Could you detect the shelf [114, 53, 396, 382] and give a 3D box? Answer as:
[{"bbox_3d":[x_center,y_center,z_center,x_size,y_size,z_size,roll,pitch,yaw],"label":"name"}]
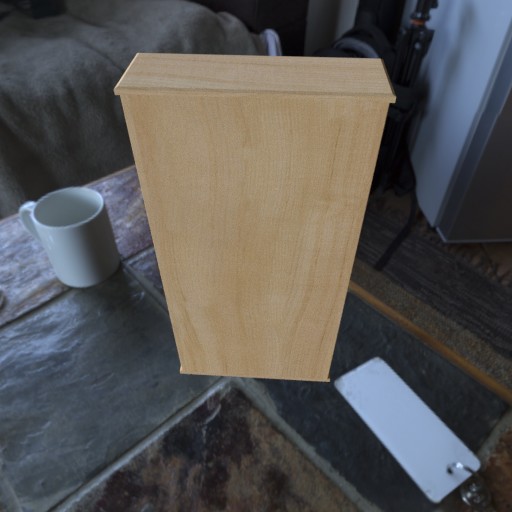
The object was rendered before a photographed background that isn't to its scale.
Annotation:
[{"bbox_3d":[0.000,0.000,1.238,0.520,1.030,0.175,2,45,2],"label":"shelf"}]
